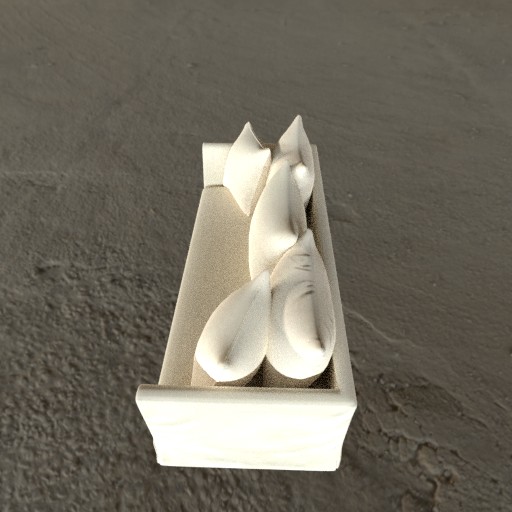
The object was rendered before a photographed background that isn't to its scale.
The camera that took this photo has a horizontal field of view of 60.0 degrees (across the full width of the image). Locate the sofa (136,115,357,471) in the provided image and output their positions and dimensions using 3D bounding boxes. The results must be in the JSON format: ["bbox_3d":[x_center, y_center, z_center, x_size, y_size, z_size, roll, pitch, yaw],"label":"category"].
[{"bbox_3d":[0.000,0.000,3.007,1.030,1.042,2.484,1,41,1],"label":"sofa"}]
